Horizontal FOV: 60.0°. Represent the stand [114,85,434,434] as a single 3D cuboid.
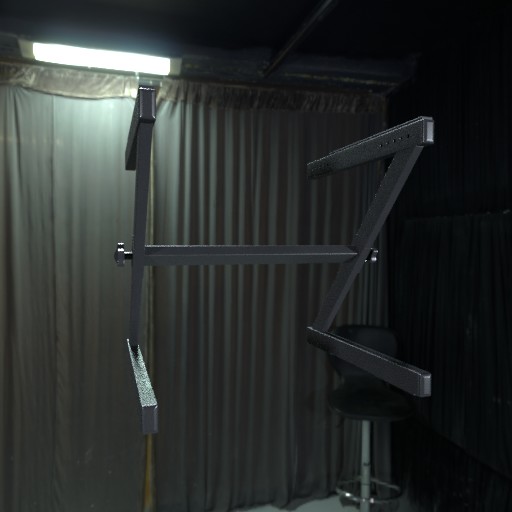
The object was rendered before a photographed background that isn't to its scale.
[{"bbox_3d":[0.000,0.000,1.147,0.700,0.617,0.586,-1,2,-19],"label":"stand"}]
